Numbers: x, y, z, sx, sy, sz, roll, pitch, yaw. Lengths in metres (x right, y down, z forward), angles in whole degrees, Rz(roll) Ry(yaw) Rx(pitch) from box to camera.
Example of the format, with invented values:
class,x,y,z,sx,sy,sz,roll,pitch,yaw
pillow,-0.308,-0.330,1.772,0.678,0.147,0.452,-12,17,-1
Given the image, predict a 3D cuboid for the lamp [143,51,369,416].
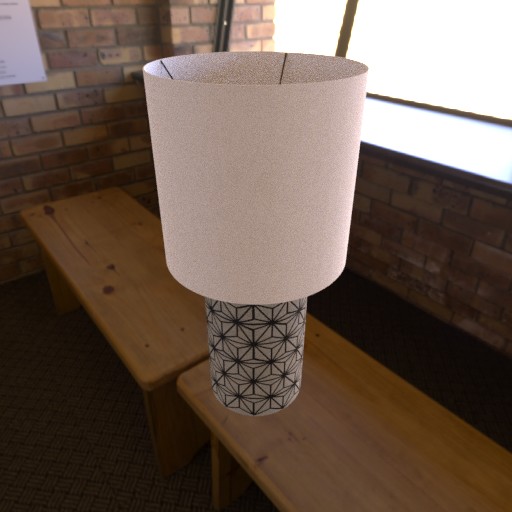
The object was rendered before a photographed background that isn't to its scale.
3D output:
class,x,y,z,sx,sy,sz,roll,pitch,yaw
lamp,0.000,0.000,0.520,0.206,0.416,0.206,10,33,17
